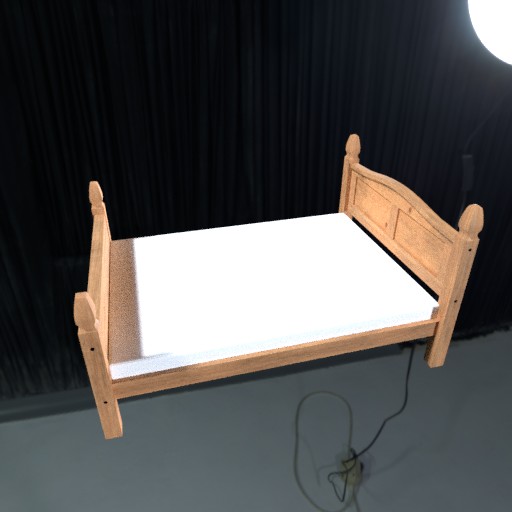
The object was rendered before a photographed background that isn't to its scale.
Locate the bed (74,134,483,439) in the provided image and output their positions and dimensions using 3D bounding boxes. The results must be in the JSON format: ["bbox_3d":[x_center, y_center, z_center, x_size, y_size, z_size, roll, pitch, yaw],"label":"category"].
[{"bbox_3d":[0.000,0.000,2.929,2.069,1.100,1.490,-8,31,-13],"label":"bed"}]
